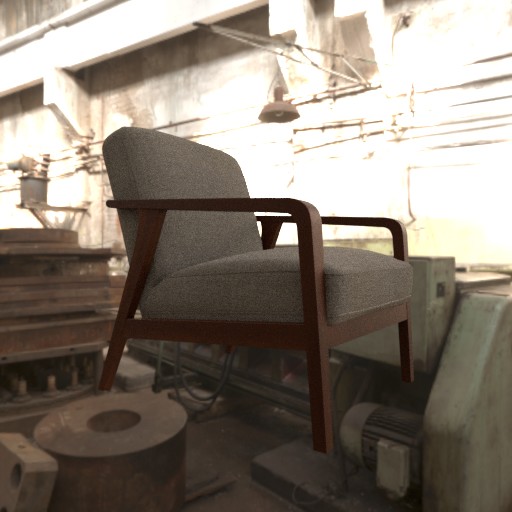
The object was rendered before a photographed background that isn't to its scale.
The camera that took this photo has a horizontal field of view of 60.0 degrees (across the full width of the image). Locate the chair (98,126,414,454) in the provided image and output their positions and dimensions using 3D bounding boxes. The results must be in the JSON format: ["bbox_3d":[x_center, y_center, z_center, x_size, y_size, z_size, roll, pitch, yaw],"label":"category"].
[{"bbox_3d":[0.000,0.000,1.451,0.858,0.847,0.704,0,0,35],"label":"chair"}]
